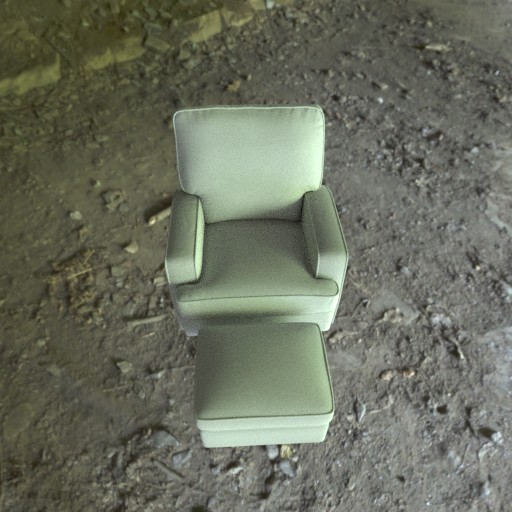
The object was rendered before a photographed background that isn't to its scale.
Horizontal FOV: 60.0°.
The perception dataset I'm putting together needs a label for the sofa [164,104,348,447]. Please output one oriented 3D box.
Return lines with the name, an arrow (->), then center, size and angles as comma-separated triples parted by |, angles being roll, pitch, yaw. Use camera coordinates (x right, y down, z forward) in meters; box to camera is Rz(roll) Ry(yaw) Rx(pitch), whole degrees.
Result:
sofa -> 0.000, 0.000, 2.108 | 0.861, 0.959, 1.472 | -2, 47, -2
